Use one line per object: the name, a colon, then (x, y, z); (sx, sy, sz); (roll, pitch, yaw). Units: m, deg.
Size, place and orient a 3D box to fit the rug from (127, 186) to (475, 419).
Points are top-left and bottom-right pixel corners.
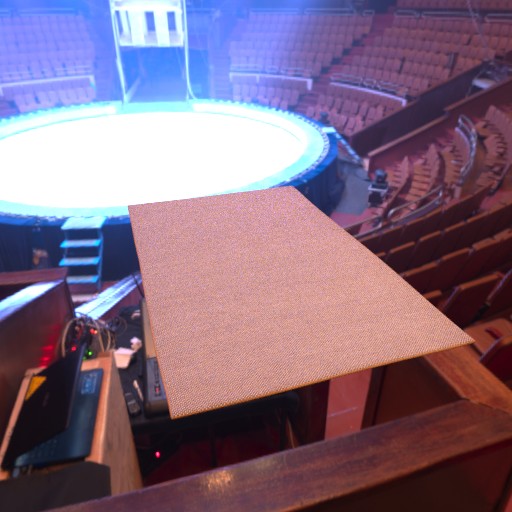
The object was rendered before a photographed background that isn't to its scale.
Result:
rug: (0.000, 0.000, 2.098); (1.078, 0.013, 1.678); (-9, 30, -16)
